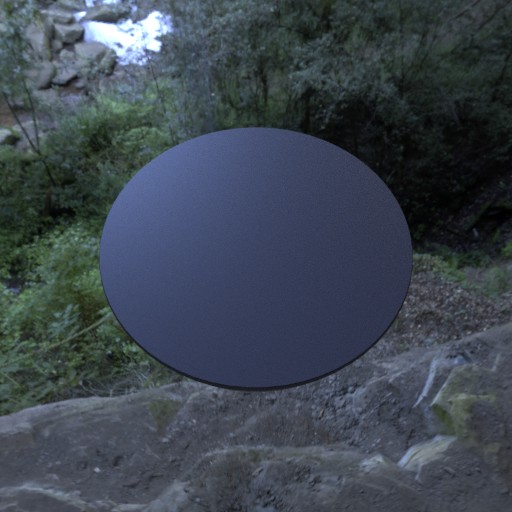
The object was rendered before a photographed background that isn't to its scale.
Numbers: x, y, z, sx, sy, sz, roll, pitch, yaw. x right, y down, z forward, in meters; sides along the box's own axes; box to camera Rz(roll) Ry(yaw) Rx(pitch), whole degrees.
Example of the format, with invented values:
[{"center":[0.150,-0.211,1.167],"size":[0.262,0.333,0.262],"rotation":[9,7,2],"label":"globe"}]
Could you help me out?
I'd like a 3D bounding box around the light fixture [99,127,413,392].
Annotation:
[{"center":[0.000,0.000,0.568],"size":[0.368,0.100,0.368],"rotation":[0,58,0],"label":"light fixture"}]
